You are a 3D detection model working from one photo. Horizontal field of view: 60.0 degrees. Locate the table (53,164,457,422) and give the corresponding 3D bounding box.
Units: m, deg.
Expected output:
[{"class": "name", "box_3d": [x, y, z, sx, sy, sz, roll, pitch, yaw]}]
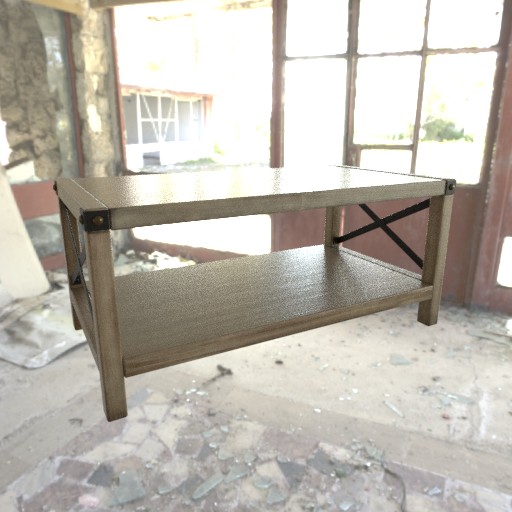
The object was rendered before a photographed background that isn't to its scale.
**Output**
[{"class": "table", "box_3d": [0.000, 0.000, 1.317, 1.016, 0.456, 0.559, -9, 19, -27]}]
